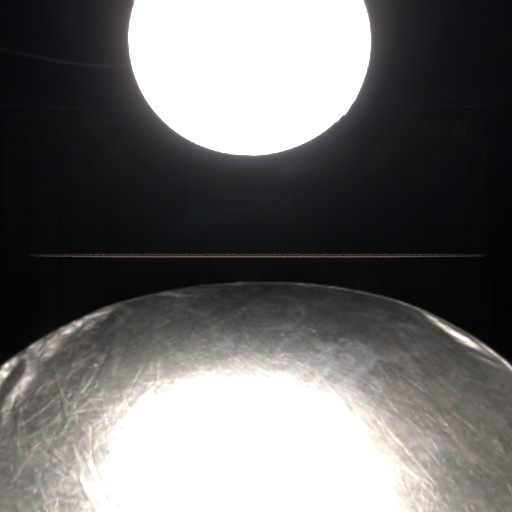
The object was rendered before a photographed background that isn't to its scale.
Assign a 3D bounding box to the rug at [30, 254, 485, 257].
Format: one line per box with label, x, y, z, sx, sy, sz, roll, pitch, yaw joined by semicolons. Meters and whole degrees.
rug;0.000;0.000;4.383;3.294;0.018;2.382;0;0;-2
